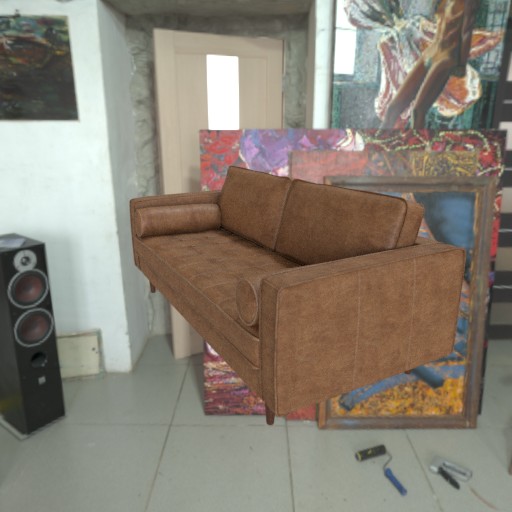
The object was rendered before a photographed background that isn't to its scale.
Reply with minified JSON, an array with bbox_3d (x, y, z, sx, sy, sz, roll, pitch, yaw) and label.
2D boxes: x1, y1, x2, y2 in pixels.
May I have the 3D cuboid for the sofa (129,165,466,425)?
[{"bbox_3d":[0.000,0.000,2.416,0.924,0.825,1.920,-9,19,-28],"label":"sofa"}]
